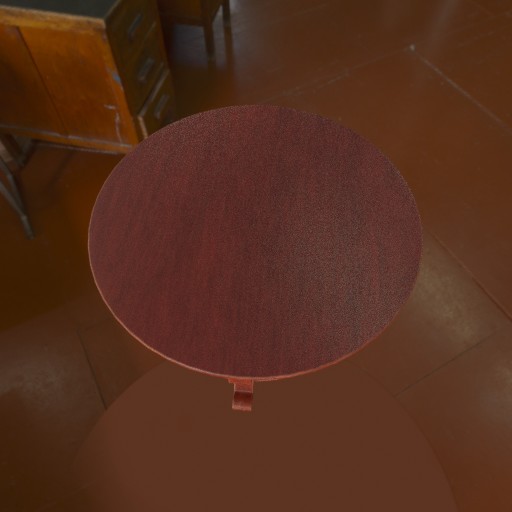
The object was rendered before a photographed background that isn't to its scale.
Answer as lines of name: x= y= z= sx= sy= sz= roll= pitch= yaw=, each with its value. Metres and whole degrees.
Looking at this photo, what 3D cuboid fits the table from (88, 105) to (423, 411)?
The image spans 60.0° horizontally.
table: x=0.000 y=0.000 z=1.584 sx=1.029 sy=0.486 sz=1.029 roll=0 pitch=58 yaw=0
